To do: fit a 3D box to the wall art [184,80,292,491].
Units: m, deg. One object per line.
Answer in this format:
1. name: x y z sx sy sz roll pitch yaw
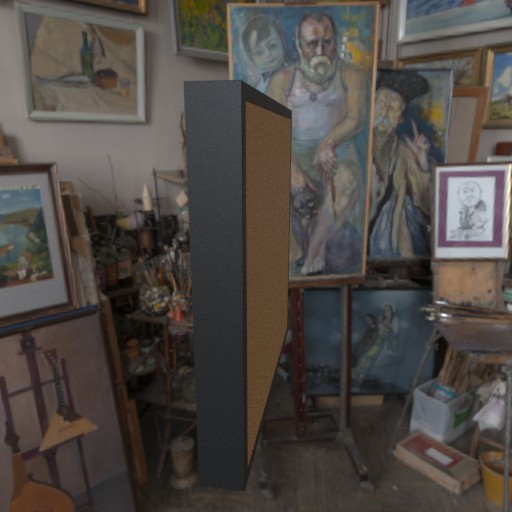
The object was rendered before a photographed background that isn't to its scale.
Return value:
1. wall art: 0.000 0.000 0.458 0.038 0.304 0.304 3 15 10
